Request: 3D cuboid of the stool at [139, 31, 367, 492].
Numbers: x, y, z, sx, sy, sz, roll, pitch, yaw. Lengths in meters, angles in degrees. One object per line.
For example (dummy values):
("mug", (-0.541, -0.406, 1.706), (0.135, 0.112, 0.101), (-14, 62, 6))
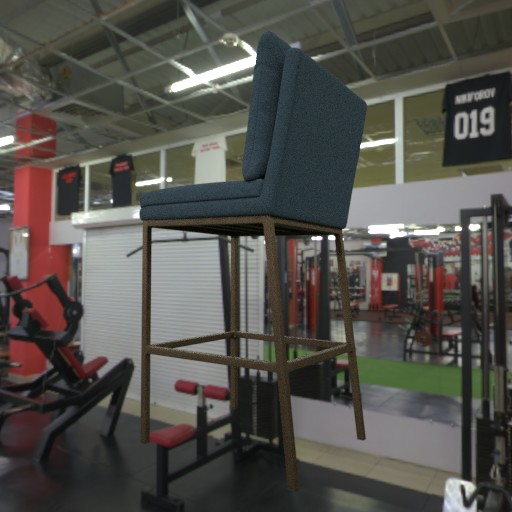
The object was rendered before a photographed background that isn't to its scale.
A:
("stool", (0.000, 0.000, 1.375), (0.568, 1.124, 0.463), (-2, -3, 36))
